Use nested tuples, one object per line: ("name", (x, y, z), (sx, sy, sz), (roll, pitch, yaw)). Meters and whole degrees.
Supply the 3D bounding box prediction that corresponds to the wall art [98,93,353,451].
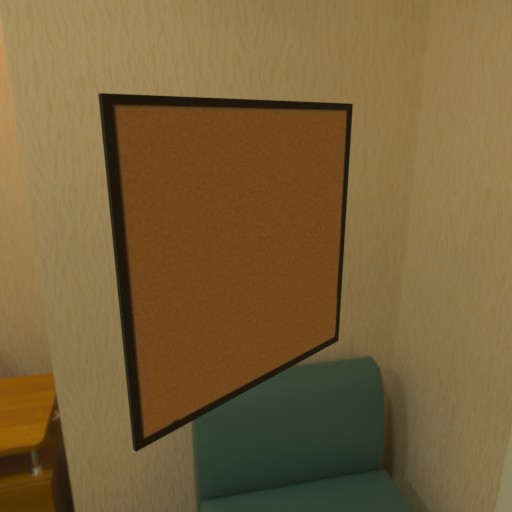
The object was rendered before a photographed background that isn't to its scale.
("wall art", (0.000, 0.000, 1.238), (0.823, 0.823, 0.013), (-16, 23, -41))
